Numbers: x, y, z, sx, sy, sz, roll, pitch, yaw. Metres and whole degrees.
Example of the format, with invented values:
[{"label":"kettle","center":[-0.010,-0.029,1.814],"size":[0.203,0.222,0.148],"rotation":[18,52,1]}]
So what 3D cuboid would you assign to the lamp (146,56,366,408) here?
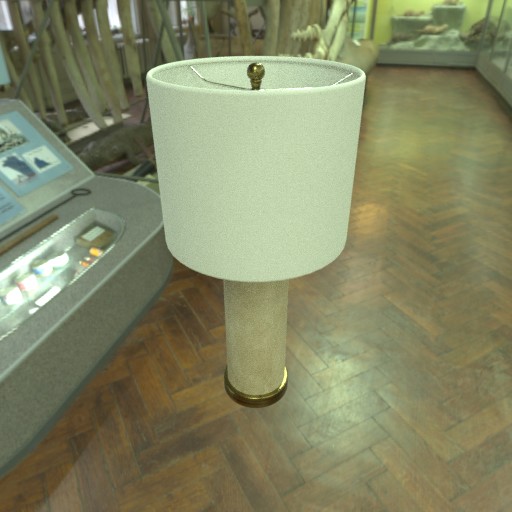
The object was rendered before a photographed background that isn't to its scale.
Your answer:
[{"label":"lamp","center":[0.000,0.000,0.786],"size":[0.305,0.634,0.305],"rotation":[-7,32,-12]}]
